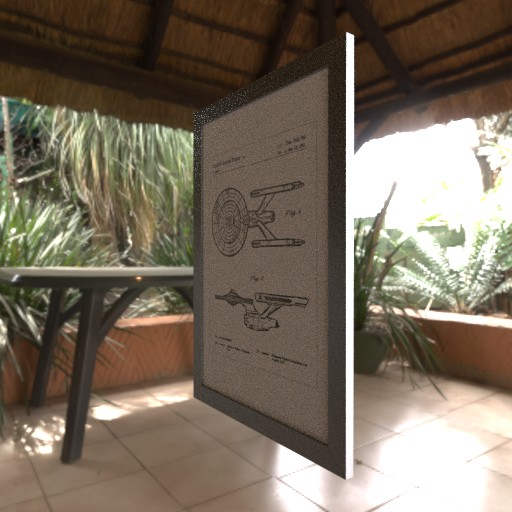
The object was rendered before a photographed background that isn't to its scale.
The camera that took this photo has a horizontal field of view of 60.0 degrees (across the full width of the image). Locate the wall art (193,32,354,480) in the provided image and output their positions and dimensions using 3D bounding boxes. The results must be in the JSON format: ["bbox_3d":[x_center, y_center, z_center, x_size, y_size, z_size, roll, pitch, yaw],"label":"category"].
[{"bbox_3d":[0.000,0.000,0.678,0.013,0.529,0.376,0,0,-36],"label":"wall art"}]
